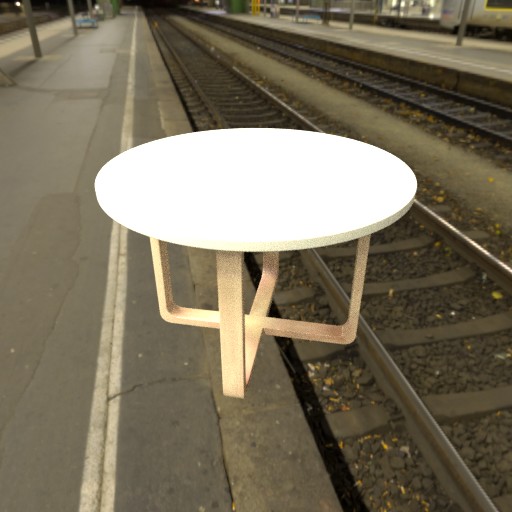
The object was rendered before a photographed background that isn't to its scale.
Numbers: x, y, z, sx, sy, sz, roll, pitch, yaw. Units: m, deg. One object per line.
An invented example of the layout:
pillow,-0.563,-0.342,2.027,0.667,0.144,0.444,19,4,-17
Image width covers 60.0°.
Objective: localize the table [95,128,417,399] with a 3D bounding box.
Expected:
table,0.000,0.000,0.965,0.600,0.400,0.600,0,30,0
